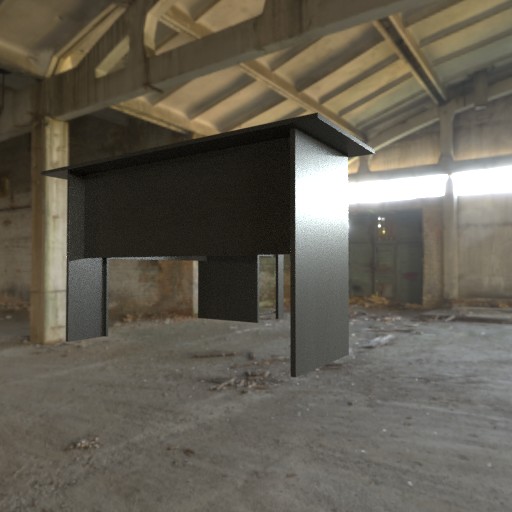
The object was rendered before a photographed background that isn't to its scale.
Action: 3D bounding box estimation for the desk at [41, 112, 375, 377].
[{"bbox_3d":[0.000,0.000,2.088,1.303,0.716,1.361,-1,-2,34],"label":"desk"}]
